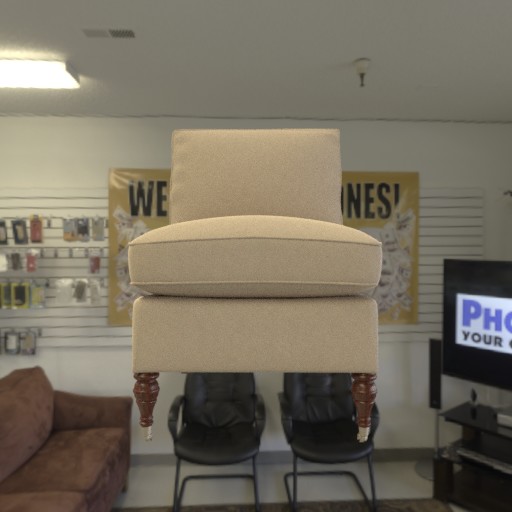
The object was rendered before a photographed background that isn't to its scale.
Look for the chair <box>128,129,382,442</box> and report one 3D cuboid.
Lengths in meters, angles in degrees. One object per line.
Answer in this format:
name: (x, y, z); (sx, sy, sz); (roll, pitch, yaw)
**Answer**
chair: (0.000, 0.000, 1.621); (0.724, 1.052, 0.912); (0, 1, 0)
